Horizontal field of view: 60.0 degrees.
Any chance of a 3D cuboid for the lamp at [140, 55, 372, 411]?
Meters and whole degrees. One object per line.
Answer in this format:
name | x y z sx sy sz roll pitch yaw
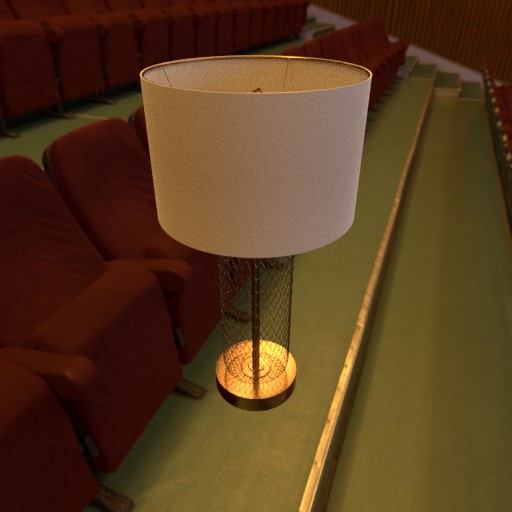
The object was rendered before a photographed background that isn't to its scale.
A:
lamp | 0.000 0.000 0.618 0.252 0.483 0.252 11 33 18
